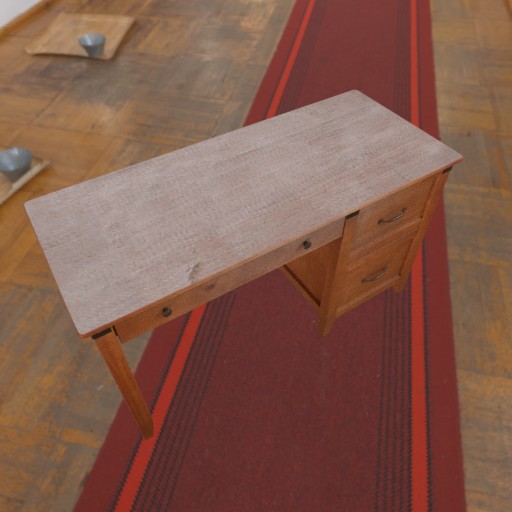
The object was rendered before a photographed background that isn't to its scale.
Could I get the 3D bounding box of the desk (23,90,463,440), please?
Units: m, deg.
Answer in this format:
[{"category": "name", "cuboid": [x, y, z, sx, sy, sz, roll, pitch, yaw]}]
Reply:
[{"category": "desk", "cuboid": [0.000, 0.000, 1.731, 1.353, 0.756, 0.574, -25, 53, -21]}]
